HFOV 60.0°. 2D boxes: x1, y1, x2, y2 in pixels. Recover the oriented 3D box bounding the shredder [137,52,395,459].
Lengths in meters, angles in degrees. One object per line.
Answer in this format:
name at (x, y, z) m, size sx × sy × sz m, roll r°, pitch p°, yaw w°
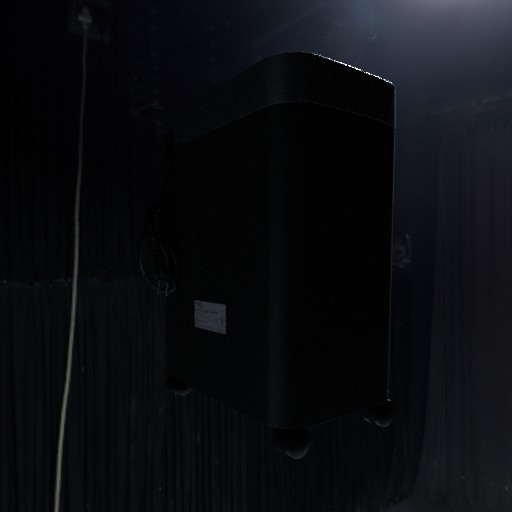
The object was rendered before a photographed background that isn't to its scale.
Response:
shredder at (0.000, 0.000, 0.601) m, size 0.237 × 0.419 × 0.311 m, roll 0°, pitch 0°, yaw -36°
